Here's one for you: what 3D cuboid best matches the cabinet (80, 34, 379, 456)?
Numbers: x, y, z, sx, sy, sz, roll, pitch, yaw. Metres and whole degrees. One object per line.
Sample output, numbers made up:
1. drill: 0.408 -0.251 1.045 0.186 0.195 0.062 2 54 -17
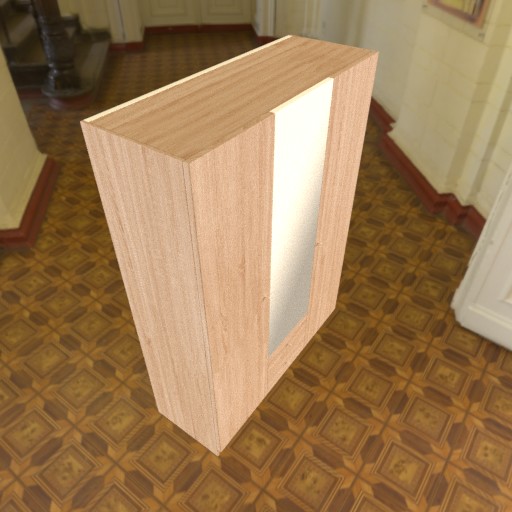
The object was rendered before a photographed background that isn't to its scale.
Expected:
1. cabinet: 0.000 0.000 2.728 0.590 2.120 1.500 25 47 26
